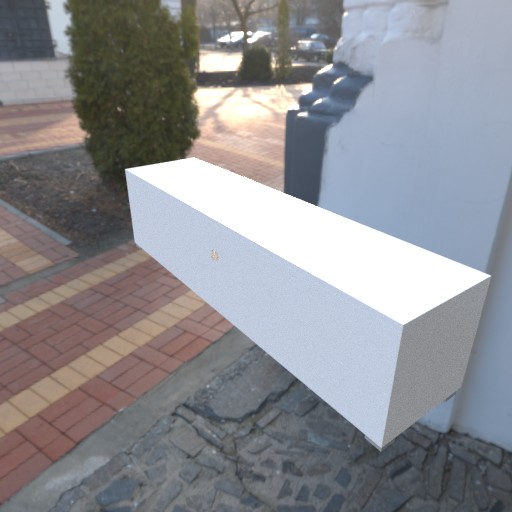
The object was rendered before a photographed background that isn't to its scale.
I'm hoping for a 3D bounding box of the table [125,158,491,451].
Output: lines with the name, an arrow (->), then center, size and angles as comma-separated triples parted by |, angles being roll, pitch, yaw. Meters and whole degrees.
table -> 0.000, 0.000, 1.803 | 0.390, 0.420, 1.650 | -18, 32, -32
